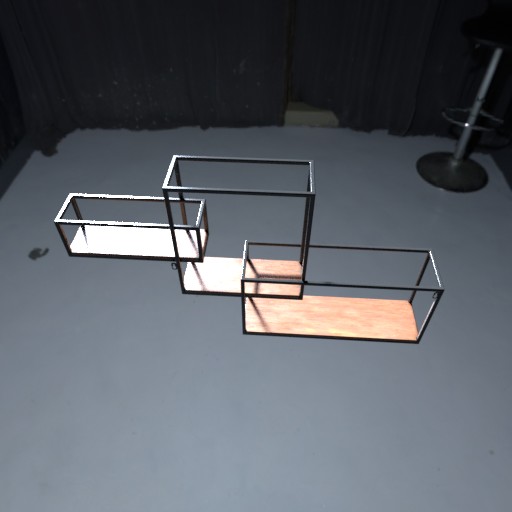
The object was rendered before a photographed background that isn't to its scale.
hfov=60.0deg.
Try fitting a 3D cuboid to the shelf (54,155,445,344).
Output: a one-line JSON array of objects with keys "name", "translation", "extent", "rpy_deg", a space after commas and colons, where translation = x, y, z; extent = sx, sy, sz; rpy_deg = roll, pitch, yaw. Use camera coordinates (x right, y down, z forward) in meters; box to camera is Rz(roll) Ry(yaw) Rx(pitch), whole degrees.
[{"name": "shelf", "translation": [0.000, 0.000, 2.179], "extent": [1.781, 0.972, 0.275], "rpy_deg": [3, 46, 3]}]
